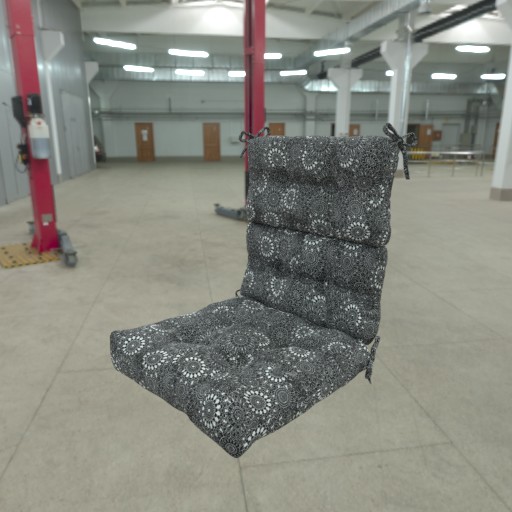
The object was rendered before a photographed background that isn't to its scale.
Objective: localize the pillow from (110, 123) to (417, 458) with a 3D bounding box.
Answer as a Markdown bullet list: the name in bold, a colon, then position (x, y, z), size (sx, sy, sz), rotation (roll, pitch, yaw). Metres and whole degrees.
- **pillow**: position (0.000, 0.000, 1.051), size (0.571, 0.605, 0.519), rotation (-14, 21, -42)
